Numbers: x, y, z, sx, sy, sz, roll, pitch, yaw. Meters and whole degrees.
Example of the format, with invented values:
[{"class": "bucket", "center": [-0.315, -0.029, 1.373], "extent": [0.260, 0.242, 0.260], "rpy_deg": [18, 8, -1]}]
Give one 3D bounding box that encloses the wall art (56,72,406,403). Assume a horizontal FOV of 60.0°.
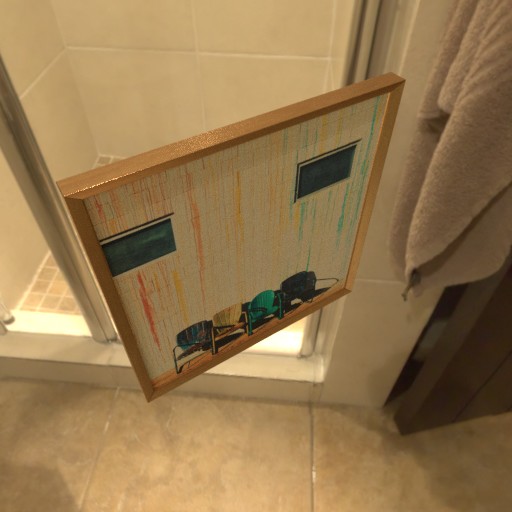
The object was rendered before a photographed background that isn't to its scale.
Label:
[{"class": "wall art", "center": [0.000, 0.000, 0.454], "extent": [0.302, 0.302, 0.019], "rpy_deg": [-25, 52, -21]}]
